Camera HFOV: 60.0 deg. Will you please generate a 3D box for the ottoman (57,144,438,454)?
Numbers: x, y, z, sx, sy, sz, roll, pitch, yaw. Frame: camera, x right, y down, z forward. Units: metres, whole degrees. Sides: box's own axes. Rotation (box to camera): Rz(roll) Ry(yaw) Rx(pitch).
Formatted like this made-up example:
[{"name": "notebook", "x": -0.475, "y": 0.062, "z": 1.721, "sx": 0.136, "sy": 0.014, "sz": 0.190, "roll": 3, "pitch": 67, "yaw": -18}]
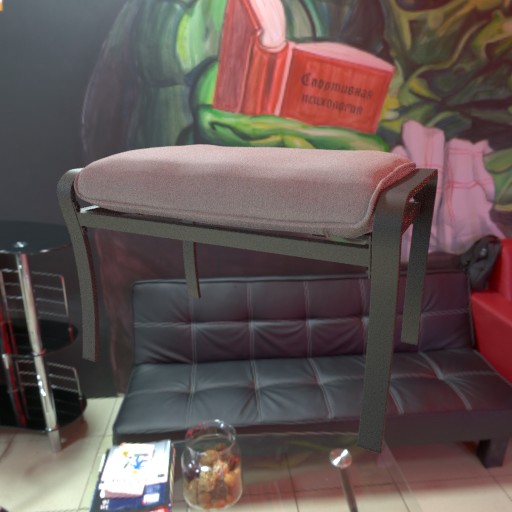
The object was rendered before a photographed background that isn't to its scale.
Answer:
[{"name": "ottoman", "x": 0.000, "y": 0.000, "z": 0.888, "sx": 0.610, "sy": 0.422, "sz": 0.406, "roll": 8, "pitch": 19, "yaw": 26}]
